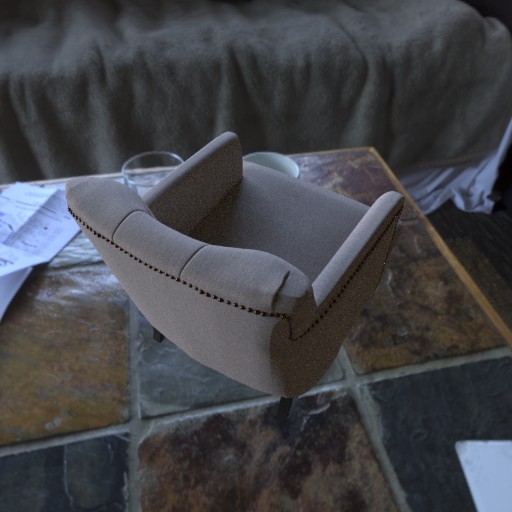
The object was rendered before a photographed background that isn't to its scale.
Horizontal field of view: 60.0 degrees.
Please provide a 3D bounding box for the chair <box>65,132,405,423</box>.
[{"bbox_3d":[0.000,0.000,1.513,0.737,0.823,0.902,26,52,22],"label":"chair"}]
